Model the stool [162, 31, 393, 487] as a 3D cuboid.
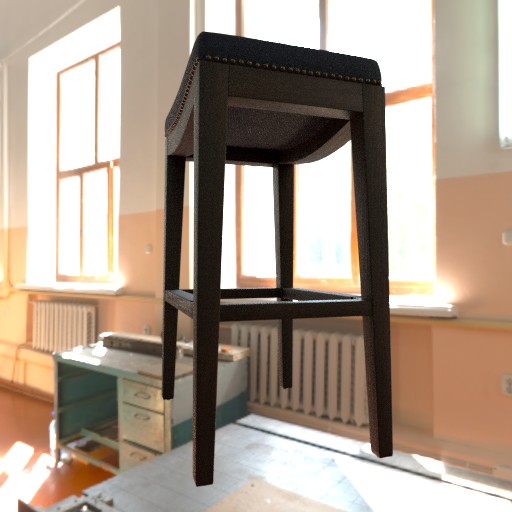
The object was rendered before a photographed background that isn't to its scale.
[{"bbox_3d":[0.000,0.000,0.986,0.358,0.740,0.498,0,-1,-18],"label":"stool"}]
